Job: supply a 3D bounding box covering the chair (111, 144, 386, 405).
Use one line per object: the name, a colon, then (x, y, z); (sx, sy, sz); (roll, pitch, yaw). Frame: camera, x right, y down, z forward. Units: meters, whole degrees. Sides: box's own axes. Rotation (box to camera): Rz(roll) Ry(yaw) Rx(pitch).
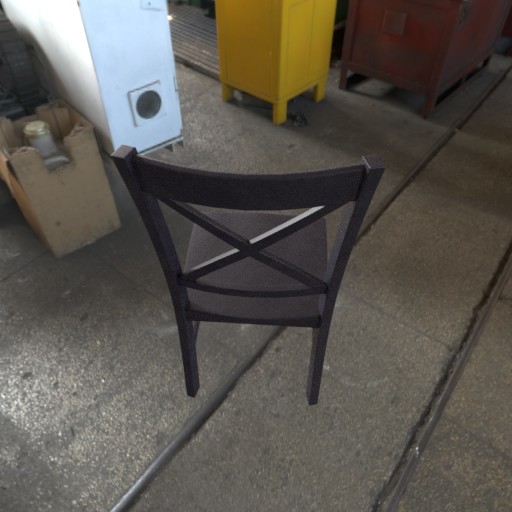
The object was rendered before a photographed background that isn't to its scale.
chair: (0.000, 0.000, 1.300); (0.485, 0.983, 0.542); (3, 46, 3)
